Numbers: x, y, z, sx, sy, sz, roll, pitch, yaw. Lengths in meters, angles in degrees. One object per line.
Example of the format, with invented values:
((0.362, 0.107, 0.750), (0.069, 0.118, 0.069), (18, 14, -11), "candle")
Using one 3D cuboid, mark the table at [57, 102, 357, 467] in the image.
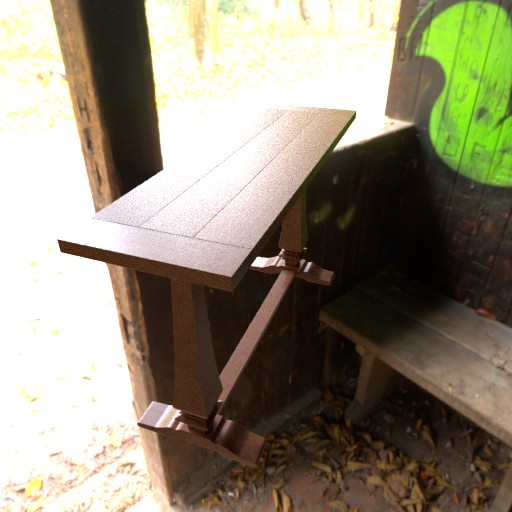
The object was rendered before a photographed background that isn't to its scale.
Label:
((0.000, 0.000, 1.785), (0.461, 0.852, 1.478), (11, 33, 18), "table")
